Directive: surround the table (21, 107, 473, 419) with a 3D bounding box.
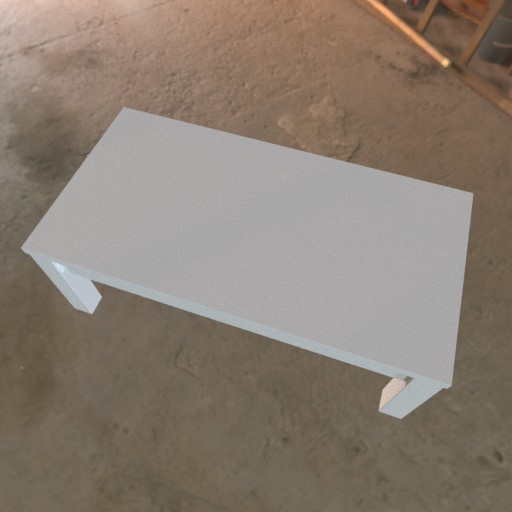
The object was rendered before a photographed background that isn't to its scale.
[{"bbox_3d":[0.000,0.000,1.675,1.350,0.470,0.700,16,60,10],"label":"table"}]
